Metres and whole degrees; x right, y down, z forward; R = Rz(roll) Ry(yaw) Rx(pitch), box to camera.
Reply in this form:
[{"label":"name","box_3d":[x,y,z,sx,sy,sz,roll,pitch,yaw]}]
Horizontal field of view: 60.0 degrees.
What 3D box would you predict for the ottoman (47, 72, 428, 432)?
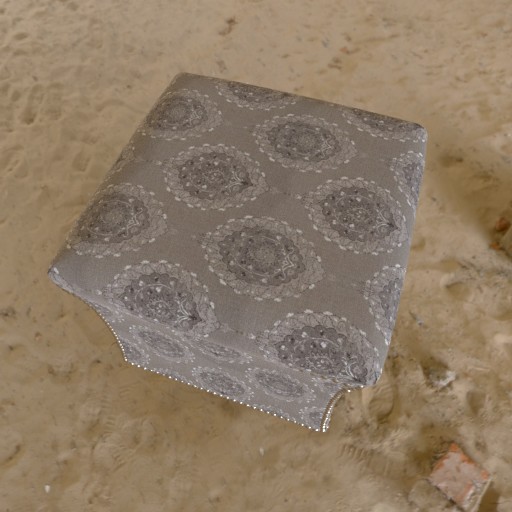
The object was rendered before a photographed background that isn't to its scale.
[{"label":"ottoman","box_3d":[0.000,0.000,0.881,0.507,0.473,0.497,17,61,10]}]
